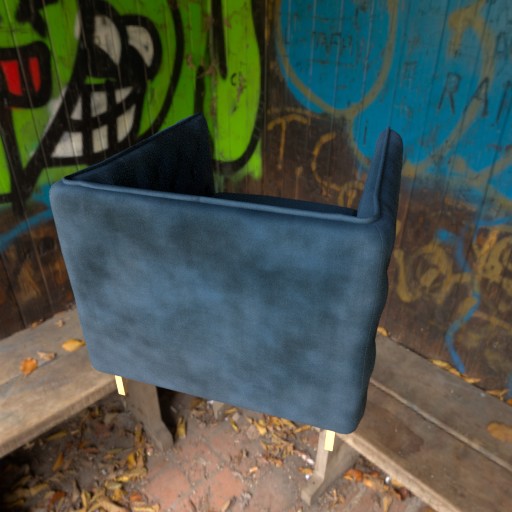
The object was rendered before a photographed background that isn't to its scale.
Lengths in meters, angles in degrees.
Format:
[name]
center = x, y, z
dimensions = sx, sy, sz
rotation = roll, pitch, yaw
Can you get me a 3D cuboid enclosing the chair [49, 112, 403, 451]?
[chair]
center = 0.000, 0.000, 1.521
dimensions = 0.868, 0.771, 0.877
rotation = 9, 32, 15
